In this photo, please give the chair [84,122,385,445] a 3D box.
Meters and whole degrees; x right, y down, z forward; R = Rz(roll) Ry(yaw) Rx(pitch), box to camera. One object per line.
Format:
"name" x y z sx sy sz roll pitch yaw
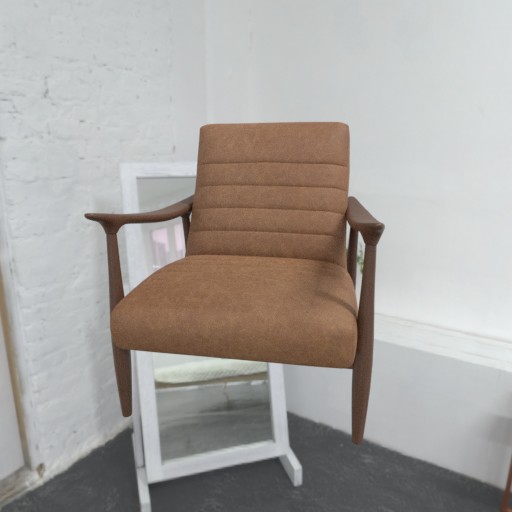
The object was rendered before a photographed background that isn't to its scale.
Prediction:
"chair" 0.000 0.000 1.407 0.741 0.832 0.798 3 16 10
